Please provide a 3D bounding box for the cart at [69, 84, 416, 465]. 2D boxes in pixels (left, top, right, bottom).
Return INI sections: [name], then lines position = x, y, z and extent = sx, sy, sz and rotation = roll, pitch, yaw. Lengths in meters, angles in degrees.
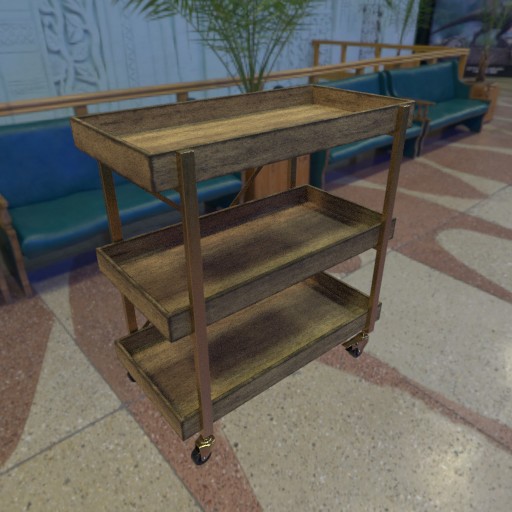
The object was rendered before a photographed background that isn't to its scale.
[cart]
position = 0.000, 0.000, 1.240
extent = 0.750, 0.799, 0.416
rotation = -22, 36, -33
